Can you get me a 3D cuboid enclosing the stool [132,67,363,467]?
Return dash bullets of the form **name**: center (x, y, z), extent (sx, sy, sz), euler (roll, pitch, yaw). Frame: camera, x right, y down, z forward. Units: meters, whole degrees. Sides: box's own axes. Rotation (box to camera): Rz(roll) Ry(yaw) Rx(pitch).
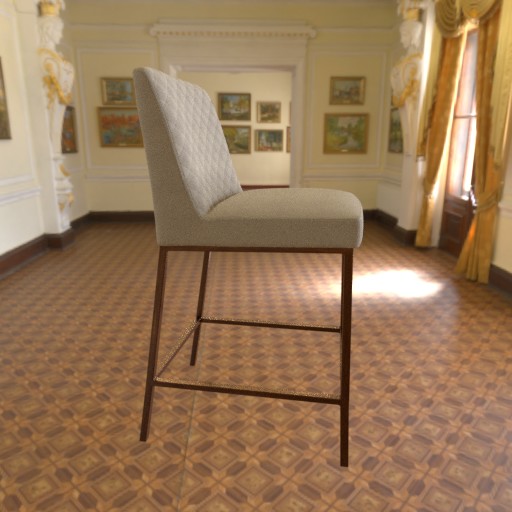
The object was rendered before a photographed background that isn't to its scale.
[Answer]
- **stool**: center (0.000, 0.000, 1.271), extent (0.576, 0.973, 0.507), euler (3, 15, 10)
